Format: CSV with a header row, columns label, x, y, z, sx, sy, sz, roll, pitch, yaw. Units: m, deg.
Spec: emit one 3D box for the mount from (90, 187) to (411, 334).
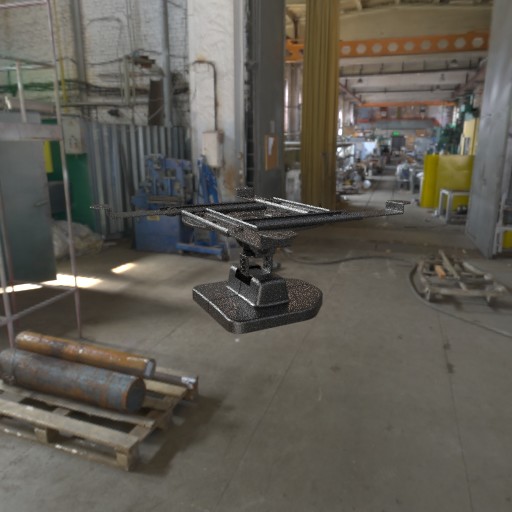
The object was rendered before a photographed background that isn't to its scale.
label,x,y,z,sx,sy,sz,roll,pitch,yaw
mount,0.000,0.000,0.597,0.394,0.141,0.394,-7,16,-26
